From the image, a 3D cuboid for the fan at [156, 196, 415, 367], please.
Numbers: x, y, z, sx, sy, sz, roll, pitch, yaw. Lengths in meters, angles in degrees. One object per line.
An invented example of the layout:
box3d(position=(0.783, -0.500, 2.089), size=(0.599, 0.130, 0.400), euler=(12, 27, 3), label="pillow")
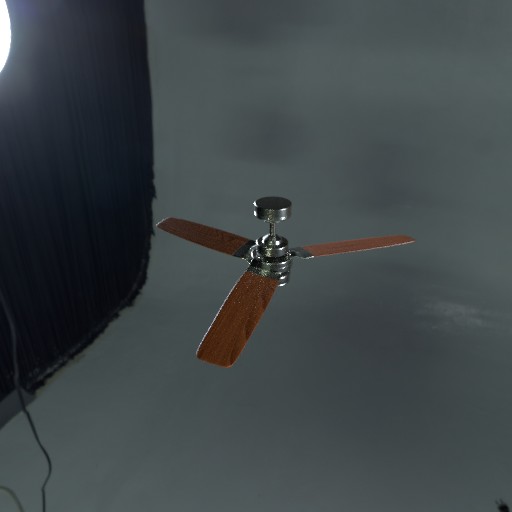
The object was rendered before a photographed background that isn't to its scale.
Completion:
box3d(position=(0.000, 0.000, 2.013), size=(1.416, 0.410, 1.271), euler=(8, 29, 15), label="fan")
